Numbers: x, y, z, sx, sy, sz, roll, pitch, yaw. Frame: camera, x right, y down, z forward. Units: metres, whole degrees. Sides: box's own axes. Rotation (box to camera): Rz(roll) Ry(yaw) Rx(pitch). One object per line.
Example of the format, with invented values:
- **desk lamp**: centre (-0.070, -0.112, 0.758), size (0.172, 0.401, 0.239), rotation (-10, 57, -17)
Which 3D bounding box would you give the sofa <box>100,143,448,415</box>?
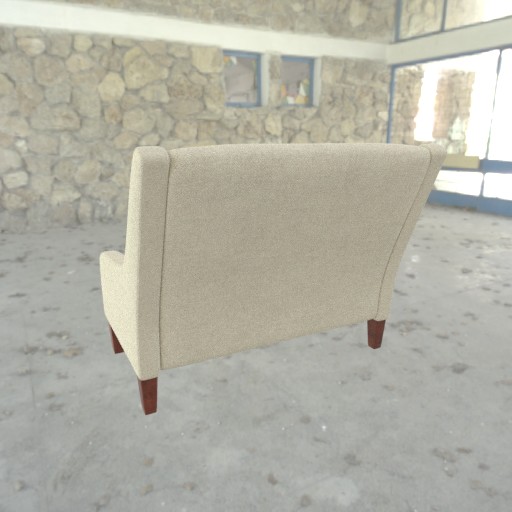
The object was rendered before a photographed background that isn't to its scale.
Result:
- **sofa**: centre (0.000, 0.000, 1.965), size (1.212, 0.976, 0.946), rotation (-8, 17, -27)
